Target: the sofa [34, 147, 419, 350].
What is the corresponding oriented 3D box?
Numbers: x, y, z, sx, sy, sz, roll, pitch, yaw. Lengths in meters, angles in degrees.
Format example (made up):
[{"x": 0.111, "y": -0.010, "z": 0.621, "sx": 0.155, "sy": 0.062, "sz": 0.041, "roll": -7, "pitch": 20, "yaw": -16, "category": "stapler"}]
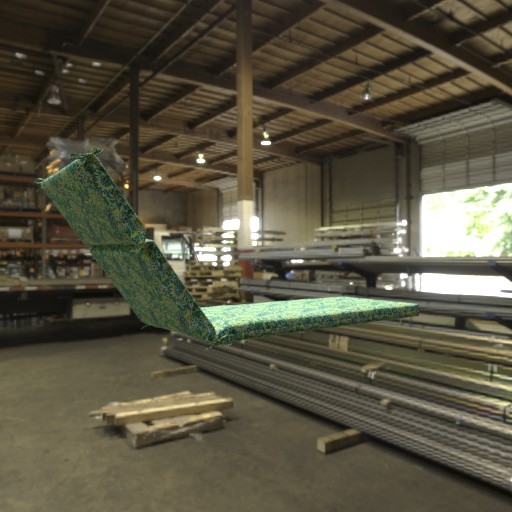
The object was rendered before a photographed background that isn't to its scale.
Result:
[{"x": 0.000, "y": 0.000, "z": 1.918, "sx": 1.663, "sy": 0.622, "sz": 0.582, "roll": 0, "pitch": 0, "yaw": -37, "category": "sofa"}]
